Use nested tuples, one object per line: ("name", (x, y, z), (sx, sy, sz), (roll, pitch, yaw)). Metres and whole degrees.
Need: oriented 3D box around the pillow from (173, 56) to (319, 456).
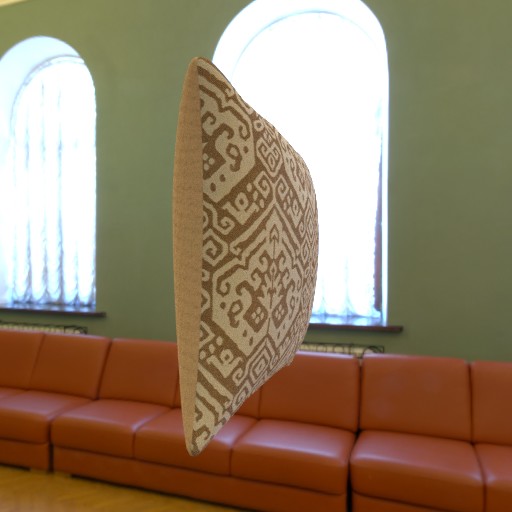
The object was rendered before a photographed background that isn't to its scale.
("pillow", (0.000, 0.000, 0.640), (0.173, 0.407, 0.419), (0, 0, 18))
